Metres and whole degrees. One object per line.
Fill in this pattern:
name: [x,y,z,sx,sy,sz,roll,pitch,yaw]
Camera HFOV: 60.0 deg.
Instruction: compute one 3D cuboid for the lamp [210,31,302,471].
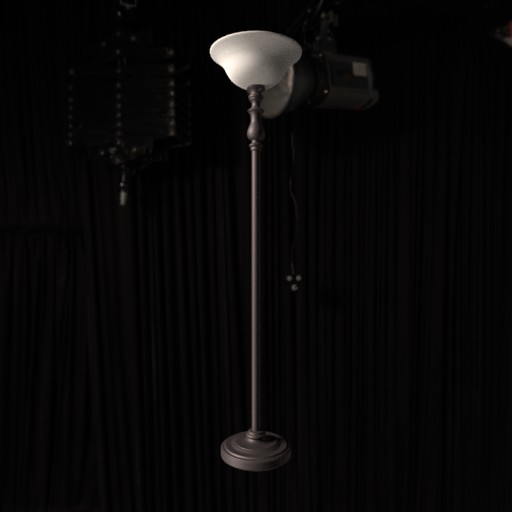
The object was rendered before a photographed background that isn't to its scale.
lamp: [0.000,0.000,1.978,0.405,1.797,0.405,0,1,-20]
